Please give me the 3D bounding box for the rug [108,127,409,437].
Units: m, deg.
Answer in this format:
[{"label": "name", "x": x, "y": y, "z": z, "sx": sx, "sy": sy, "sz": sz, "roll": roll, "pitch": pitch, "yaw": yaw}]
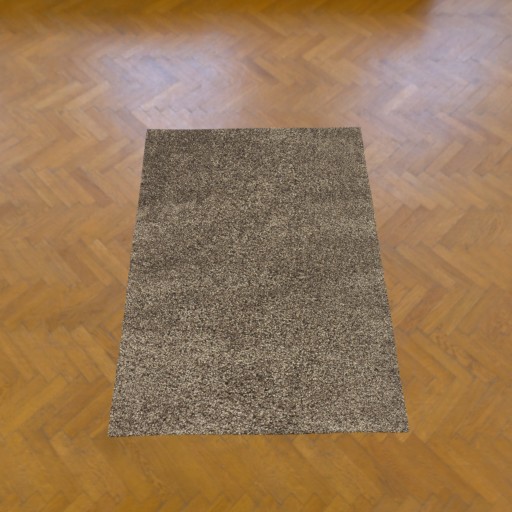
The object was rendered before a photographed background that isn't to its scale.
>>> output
[{"label": "rug", "x": 0.000, "y": 0.000, "z": 2.127, "sx": 1.198, "sy": 0.025, "sz": 1.601, "roll": -1, "pitch": 63, "yaw": 0}]
